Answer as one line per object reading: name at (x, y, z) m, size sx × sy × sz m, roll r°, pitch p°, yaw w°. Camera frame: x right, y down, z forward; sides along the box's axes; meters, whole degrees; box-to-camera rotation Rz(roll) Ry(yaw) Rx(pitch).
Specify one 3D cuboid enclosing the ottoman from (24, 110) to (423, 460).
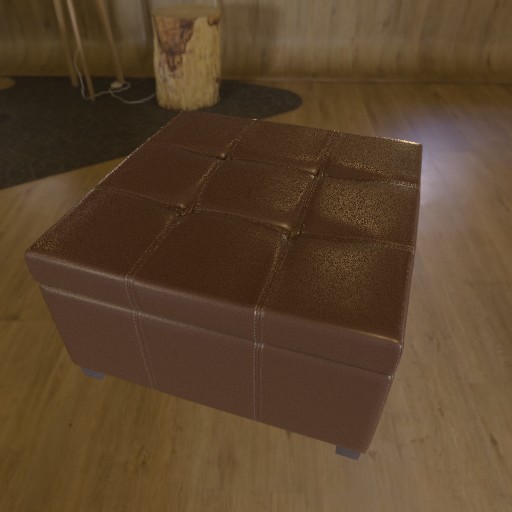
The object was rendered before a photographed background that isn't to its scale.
ottoman at (0.000, 0.000, 1.243) m, size 0.788 × 0.460 × 0.787 m, roll 12°, pitch 42°, yaw 14°
